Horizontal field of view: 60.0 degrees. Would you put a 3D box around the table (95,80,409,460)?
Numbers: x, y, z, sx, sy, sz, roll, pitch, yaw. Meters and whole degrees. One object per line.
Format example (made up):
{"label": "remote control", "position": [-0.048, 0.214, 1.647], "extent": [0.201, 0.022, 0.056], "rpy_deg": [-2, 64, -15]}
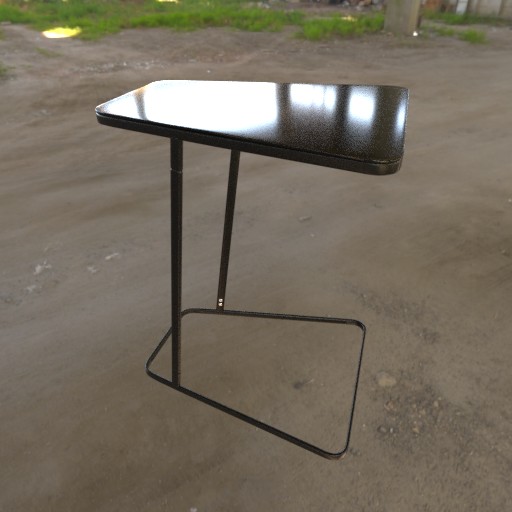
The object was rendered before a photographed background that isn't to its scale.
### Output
{"label": "table", "position": [0.000, 0.000, 0.930], "extent": [0.500, 0.624, 0.427], "rpy_deg": [10, 34, 14]}
